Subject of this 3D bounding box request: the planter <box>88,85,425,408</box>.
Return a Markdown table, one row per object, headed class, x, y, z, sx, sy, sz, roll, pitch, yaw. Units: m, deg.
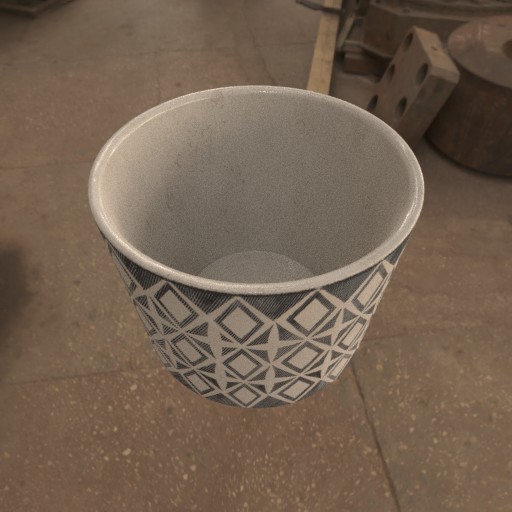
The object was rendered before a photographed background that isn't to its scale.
| class | x | y | z | sx | sy | sz | roll | pitch | yaw |
| --- | --- | --- | --- | --- | --- | --- | --- | --- | --- |
| planter | 0.000 | 0.000 | 0.433 | 0.260 | 0.220 | 0.260 | 0 | 48 | 0 |
